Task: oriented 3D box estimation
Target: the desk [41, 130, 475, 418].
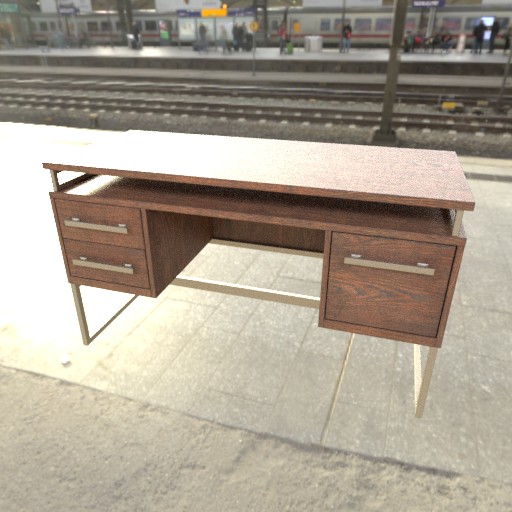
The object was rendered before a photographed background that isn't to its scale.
[{"bbox_3d":[0.000,0.000,1.768,1.384,0.792,0.610,8,28,15],"label":"desk"}]
